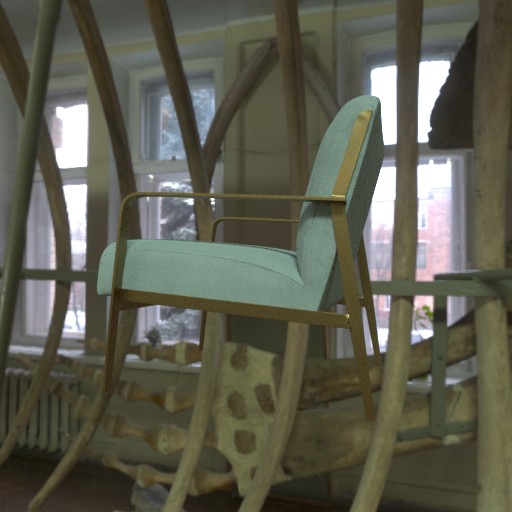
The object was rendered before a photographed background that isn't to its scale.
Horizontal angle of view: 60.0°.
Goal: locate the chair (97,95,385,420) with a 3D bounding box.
[{"bbox_3d":[0.000,0.000,1.514,0.842,0.824,0.701,0,-1,17],"label":"chair"}]
